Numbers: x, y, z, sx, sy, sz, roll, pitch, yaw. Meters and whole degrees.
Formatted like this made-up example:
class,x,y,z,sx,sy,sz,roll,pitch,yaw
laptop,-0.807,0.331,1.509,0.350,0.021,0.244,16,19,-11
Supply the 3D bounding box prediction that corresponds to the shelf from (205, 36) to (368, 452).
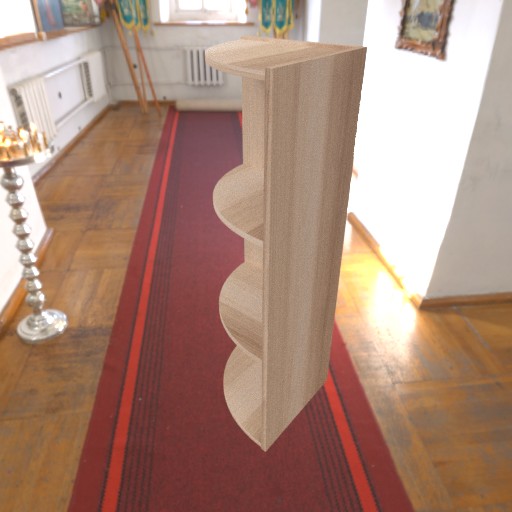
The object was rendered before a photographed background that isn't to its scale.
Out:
class,x,y,z,sx,sy,sz,roll,pitch,yaw
shelf,0.000,0.000,1.021,0.290,0.872,0.290,23,39,32
